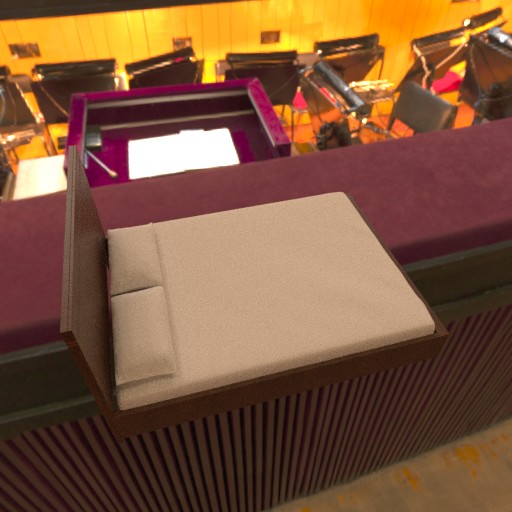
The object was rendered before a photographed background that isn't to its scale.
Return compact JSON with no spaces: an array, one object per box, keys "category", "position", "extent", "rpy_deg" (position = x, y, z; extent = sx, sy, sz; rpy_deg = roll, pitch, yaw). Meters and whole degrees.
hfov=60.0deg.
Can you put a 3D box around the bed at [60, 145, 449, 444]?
[{"category":"bed","position":[0.000,0.000,3.106],"extent":[2.221,1.169,1.613],"rpy_deg":[-11,46,-11]}]
